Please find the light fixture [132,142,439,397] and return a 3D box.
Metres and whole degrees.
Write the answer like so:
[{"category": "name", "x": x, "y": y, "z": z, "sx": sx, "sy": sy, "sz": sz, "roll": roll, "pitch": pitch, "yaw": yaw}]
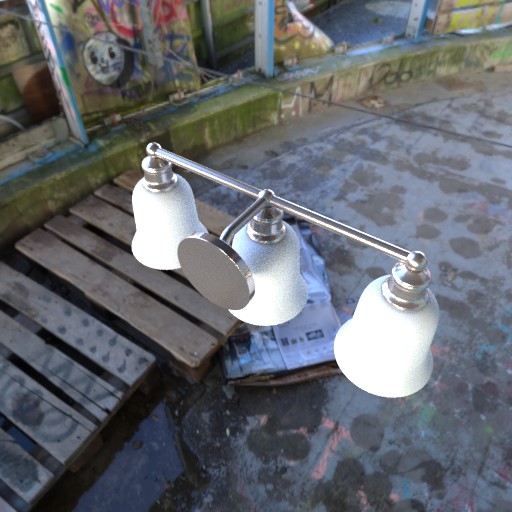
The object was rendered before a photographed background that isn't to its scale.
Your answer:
[{"category": "light fixture", "x": 0.000, "y": 0.000, "z": 0.659, "sx": 0.570, "sy": 0.211, "sz": 0.198, "roll": 26, "pitch": 51, "yaw": 24}]
